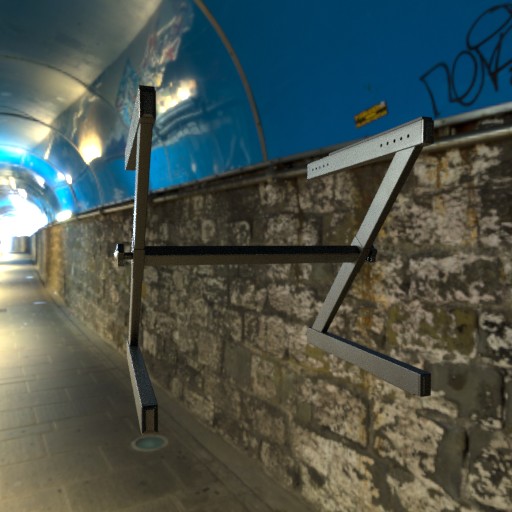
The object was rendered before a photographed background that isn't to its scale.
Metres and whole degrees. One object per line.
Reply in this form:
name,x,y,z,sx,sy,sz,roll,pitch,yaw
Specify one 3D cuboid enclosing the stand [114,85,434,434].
stand,0.000,0.000,1.147,0.700,0.617,0.586,-1,2,-19
